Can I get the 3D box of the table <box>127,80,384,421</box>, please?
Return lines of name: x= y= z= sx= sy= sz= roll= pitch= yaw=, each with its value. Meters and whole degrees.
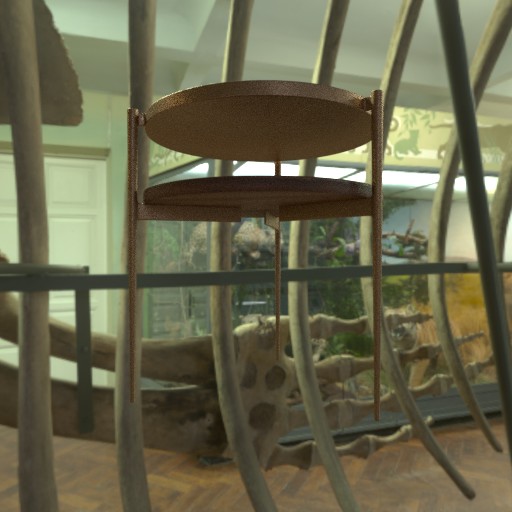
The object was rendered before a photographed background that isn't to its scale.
table: x=0.000 y=0.000 z=0.817 sx=0.456 sy=0.493 sz=0.430 roll=0 pitch=0 yaw=-19
